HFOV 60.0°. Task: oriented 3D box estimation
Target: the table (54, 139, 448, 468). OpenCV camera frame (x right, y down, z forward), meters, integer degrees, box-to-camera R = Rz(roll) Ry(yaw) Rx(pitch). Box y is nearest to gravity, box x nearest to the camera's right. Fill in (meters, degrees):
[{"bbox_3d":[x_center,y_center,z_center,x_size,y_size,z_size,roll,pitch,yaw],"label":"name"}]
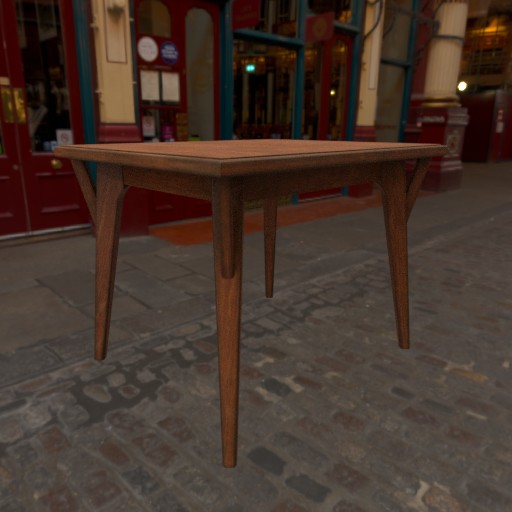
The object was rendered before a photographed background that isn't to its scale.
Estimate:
[{"bbox_3d":[0.000,0.000,1.562,0.991,0.761,0.838,-15,22,-42],"label":"table"}]
